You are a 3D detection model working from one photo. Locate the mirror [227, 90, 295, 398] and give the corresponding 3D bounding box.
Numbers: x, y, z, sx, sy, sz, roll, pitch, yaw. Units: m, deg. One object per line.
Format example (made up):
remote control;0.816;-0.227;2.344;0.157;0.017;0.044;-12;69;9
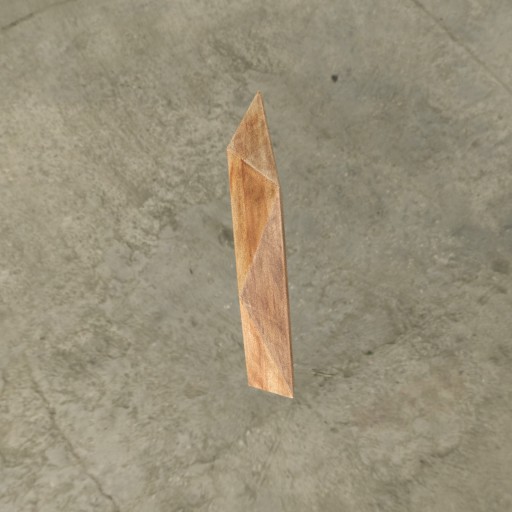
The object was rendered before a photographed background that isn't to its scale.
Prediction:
mirror;0.000;0.000;1.103;0.091;0.779;0.675;-5;74;-1
